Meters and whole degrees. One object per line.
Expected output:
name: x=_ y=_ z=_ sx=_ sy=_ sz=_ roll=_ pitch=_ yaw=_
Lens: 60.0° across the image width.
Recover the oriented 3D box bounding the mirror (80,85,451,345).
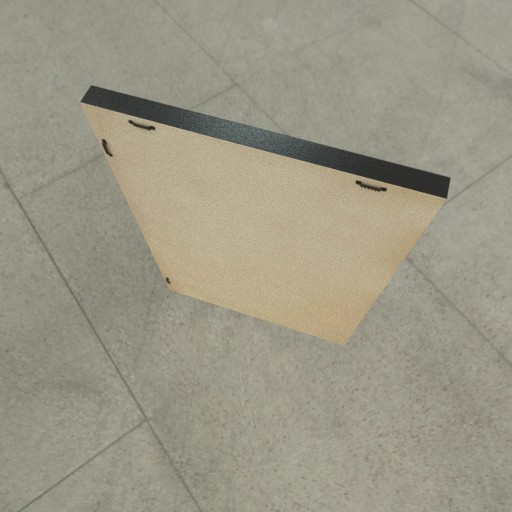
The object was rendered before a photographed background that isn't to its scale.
mirror: x=0.000 y=0.000 z=0.907 sx=0.507 sy=0.710 sz=0.040 roll=17 pitch=65 yaw=8
